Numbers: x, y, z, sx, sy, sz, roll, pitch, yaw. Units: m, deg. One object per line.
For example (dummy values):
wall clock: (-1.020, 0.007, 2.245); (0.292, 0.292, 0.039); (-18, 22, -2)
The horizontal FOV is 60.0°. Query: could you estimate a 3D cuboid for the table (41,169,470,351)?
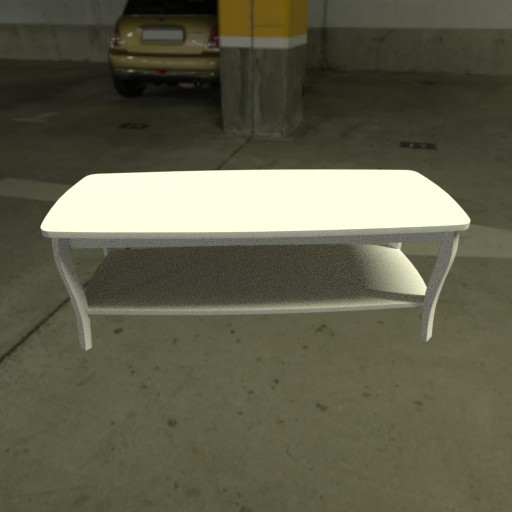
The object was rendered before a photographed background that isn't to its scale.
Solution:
table: (0.000, 0.000, 1.639); (1.334, 0.474, 0.561); (-1, 29, -2)
